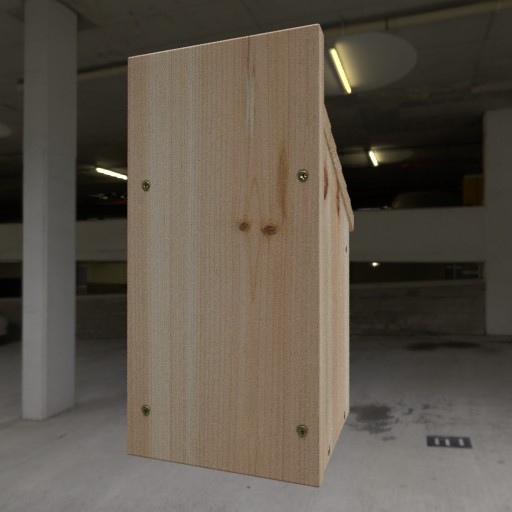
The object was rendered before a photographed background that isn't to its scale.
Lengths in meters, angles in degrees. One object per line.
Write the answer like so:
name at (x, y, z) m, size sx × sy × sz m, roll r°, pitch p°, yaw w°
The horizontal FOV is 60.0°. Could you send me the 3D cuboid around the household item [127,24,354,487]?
household item at (0.000, 0.000, 0.390) m, size 0.149 × 0.300 × 0.171 m, roll 0°, pitch 0°, yaw 19°
